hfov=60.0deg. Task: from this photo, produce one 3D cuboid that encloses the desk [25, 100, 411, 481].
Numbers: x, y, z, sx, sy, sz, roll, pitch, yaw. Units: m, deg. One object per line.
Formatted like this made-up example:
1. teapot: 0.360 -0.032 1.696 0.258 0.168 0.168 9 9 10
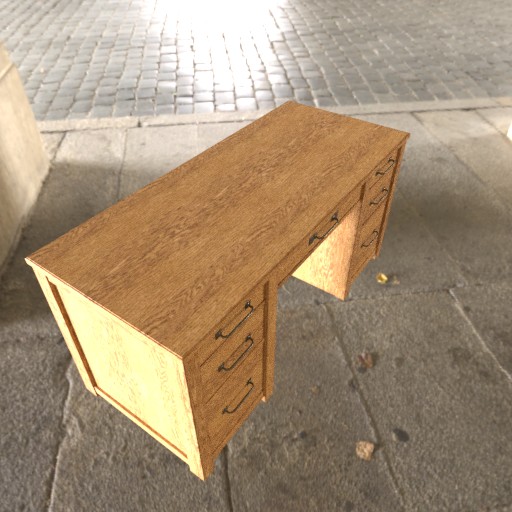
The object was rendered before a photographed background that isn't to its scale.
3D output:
1. desk: 0.000 0.000 1.982 0.685 0.751 1.567 25 47 26
